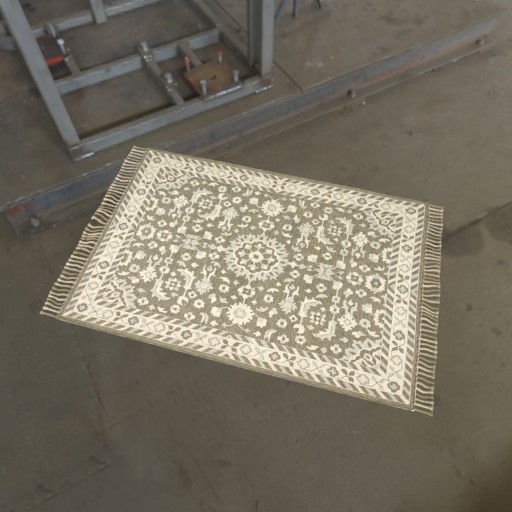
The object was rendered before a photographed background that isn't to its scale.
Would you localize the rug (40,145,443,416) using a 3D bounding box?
[{"bbox_3d":[0.000,0.000,2.997,2.431,0.025,1.530,13,59,8],"label":"rug"}]
